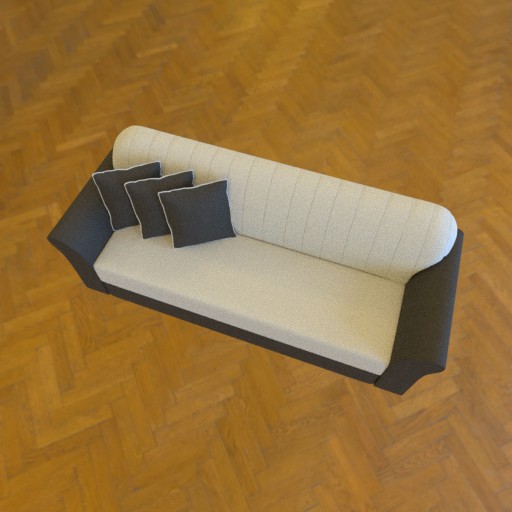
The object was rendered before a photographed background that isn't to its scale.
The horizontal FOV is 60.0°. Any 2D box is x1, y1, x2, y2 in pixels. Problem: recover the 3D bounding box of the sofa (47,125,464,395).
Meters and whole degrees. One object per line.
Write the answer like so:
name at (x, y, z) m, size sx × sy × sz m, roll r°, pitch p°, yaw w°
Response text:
sofa at (0.000, 0.000, 2.427) m, size 2.001 × 0.787 × 0.755 m, roll 17°, pitch 60°, yaw 10°
